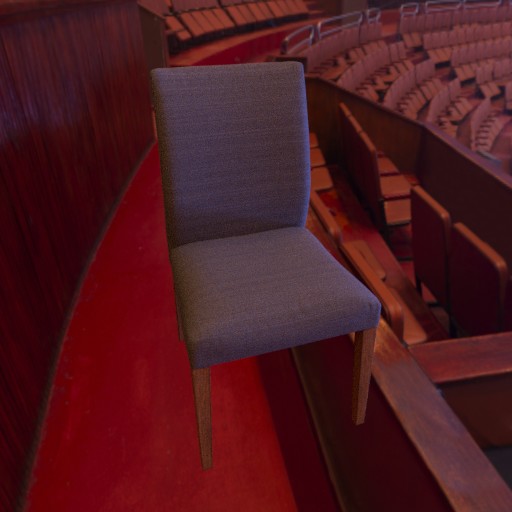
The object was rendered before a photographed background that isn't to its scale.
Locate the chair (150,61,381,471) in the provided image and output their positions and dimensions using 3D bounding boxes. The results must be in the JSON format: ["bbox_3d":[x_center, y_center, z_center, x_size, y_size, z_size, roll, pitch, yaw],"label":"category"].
[{"bbox_3d":[0.000,0.000,1.261,0.496,0.940,0.585,-10,33,-15],"label":"chair"}]
